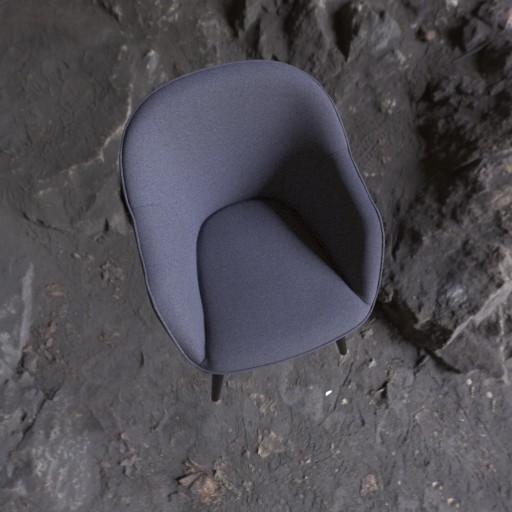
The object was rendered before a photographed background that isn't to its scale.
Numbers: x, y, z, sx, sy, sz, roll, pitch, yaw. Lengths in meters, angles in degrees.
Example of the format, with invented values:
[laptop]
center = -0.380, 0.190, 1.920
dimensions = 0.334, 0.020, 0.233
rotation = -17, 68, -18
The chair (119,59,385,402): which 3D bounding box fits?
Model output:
[chair]
center = 0.000, 0.000, 1.245
dimensions = 0.589, 0.810, 0.611
rotation = -17, 64, -9
